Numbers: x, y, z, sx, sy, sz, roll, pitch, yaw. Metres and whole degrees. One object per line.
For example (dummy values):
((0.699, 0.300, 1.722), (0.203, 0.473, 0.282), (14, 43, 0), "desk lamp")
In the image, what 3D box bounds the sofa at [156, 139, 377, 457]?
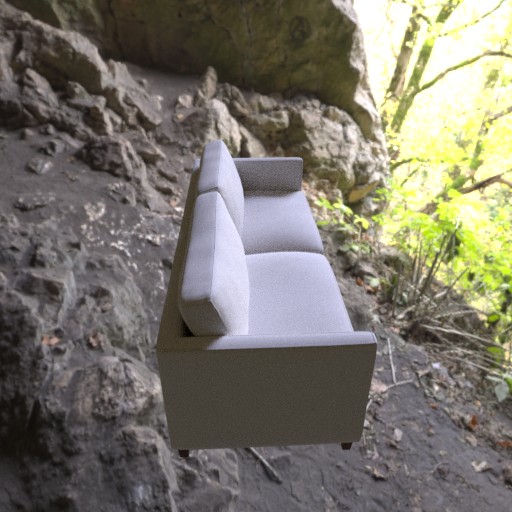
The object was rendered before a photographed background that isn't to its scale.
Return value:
((0.000, 0.000, 2.928), (0.951, 0.962, 2.361), (-1, 31, -2), "sofa")
